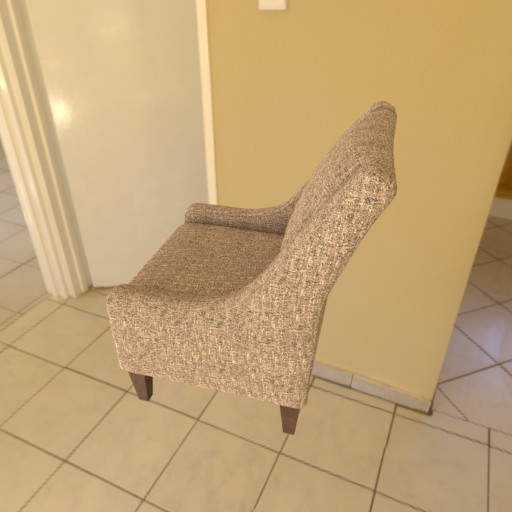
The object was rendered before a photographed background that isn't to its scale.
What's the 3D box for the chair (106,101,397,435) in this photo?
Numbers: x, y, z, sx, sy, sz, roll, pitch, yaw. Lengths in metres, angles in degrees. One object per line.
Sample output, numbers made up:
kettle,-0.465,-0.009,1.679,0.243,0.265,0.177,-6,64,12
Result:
chair,0.000,0.000,1.658,0.870,1.014,0.774,8,33,13
